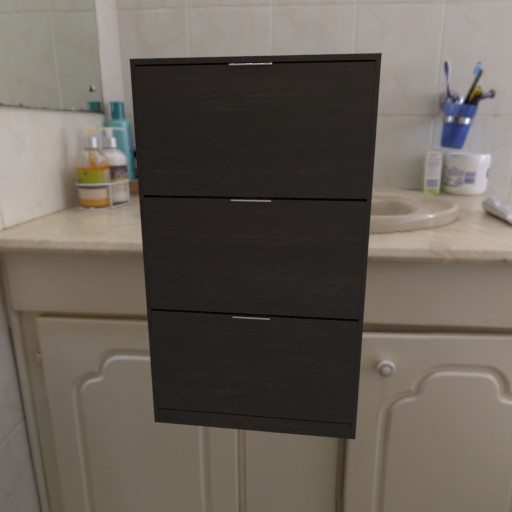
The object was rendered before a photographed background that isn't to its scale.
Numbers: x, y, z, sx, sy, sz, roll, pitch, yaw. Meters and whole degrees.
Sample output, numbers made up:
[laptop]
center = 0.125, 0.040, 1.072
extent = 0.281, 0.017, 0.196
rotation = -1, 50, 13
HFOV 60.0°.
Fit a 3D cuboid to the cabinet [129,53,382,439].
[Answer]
[cabinet]
center = 0.000, 0.000, 1.578
extent = 0.750, 1.280, 0.250
rotation = 2, 15, 7
